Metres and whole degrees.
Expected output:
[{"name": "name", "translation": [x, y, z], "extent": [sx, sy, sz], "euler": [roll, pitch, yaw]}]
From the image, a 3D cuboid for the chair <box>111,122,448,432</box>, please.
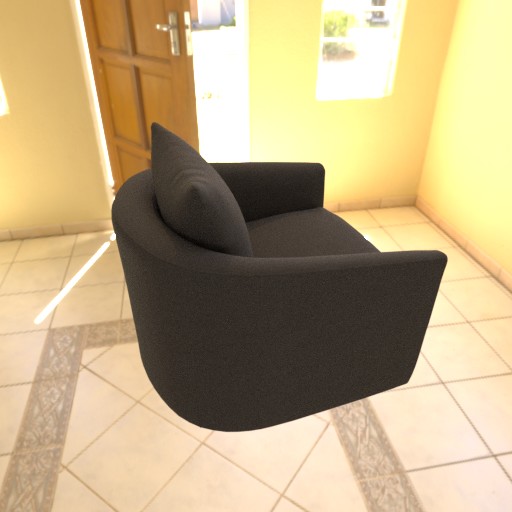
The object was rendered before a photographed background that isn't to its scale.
[{"name": "chair", "translation": [0.000, 0.000, 1.564], "extent": [0.910, 0.848, 0.845], "euler": [-11, 34, -17]}]
